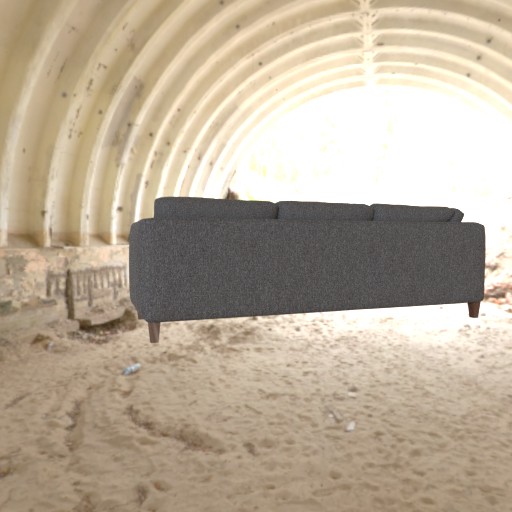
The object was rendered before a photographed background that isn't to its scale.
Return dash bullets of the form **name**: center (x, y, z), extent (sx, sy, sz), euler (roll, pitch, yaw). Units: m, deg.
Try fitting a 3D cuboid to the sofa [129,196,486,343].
- **sofa**: center (0.000, 0.000, 4.394), extent (2.551, 0.853, 3.238), euler (-1, 2, -20)
